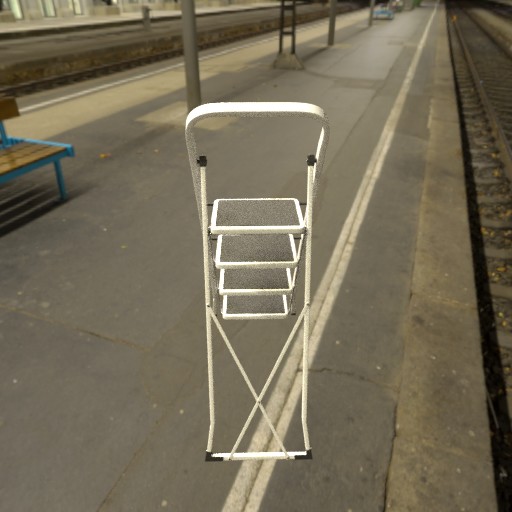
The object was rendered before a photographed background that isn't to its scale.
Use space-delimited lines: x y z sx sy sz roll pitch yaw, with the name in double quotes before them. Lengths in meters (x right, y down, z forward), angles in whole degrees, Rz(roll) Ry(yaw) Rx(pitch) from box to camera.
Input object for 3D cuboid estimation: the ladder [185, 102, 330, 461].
"ladder" 0.000 0.000 1.742 0.460 1.265 0.914 -1 31 -1
